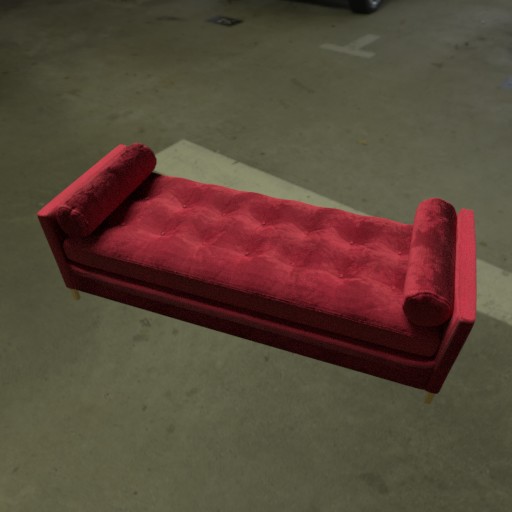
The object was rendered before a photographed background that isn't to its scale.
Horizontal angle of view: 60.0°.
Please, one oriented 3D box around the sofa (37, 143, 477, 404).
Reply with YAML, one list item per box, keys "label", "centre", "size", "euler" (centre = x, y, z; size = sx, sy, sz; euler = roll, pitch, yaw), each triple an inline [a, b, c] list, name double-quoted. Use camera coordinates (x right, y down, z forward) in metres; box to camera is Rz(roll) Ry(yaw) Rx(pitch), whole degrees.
- label: "sofa"
  centre: [0.000, 0.000, 2.430]
  size: [2.102, 0.705, 0.796]
  euler: [13, 44, 14]
